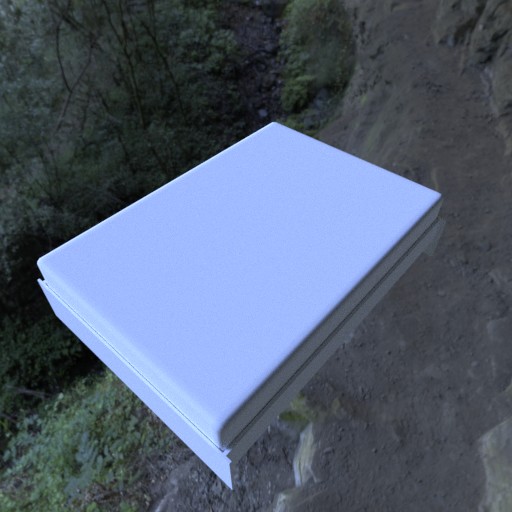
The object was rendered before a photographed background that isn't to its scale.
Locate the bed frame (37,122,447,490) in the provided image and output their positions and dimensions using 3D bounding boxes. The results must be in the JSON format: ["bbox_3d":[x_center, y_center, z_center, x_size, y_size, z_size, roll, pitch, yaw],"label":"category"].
[{"bbox_3d":[0.000,0.000,2.628,1.445,0.497,1.945,32,54,28],"label":"bed frame"}]
